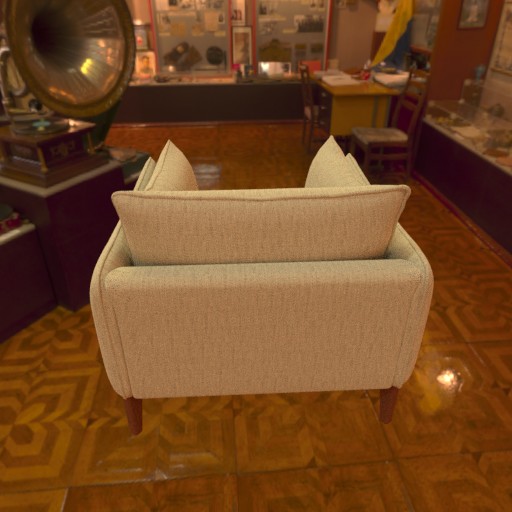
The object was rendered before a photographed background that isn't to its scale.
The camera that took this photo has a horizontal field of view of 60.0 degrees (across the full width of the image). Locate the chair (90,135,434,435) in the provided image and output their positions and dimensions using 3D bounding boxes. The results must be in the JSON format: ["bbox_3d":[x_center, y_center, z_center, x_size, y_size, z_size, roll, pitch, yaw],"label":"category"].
[{"bbox_3d":[0.000,0.000,1.697,0.994,0.855,0.991,-2,31,-3],"label":"chair"}]
